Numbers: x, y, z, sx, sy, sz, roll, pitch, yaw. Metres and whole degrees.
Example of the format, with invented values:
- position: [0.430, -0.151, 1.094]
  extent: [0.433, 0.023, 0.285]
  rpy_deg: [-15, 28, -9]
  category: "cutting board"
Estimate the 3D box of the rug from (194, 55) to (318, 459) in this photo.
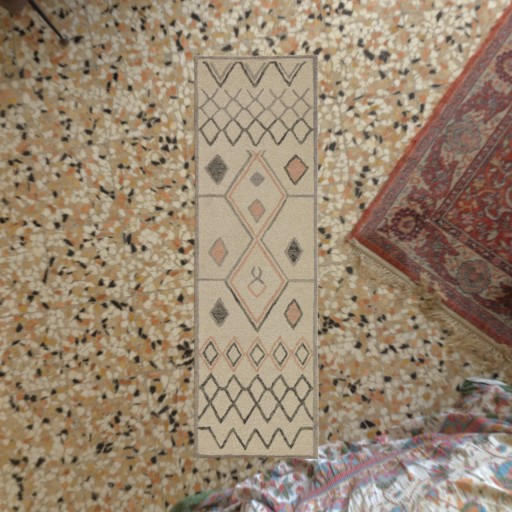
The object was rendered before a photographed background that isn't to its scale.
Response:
- position: [0.000, 0.000, 2.675]
  extent: [0.750, 0.011, 2.435]
  rpy_deg: [0, 89, 1]
  category: "rug"
